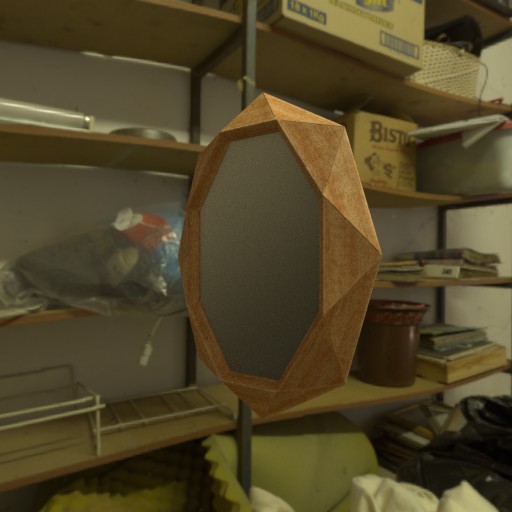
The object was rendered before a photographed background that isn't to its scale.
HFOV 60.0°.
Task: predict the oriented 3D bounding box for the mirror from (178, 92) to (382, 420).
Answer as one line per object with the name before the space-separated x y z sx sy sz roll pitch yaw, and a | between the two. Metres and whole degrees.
mirror | 0.000 0.000 1.025 0.577 0.774 0.070 0 0 37
